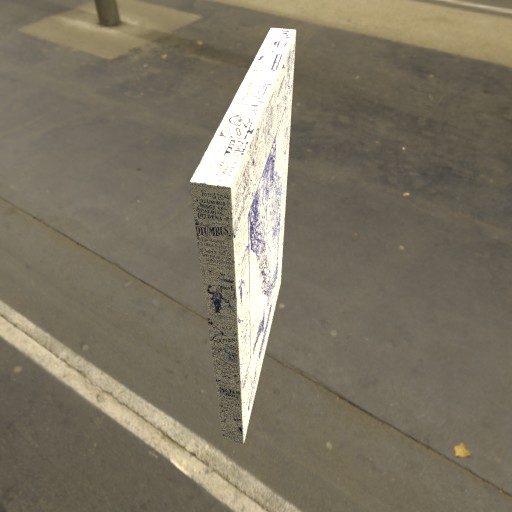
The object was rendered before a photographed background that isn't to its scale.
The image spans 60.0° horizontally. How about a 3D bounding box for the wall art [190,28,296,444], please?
[{"bbox_3d":[0.000,0.000,0.478,0.025,0.376,0.255,9,47,8],"label":"wall art"}]
